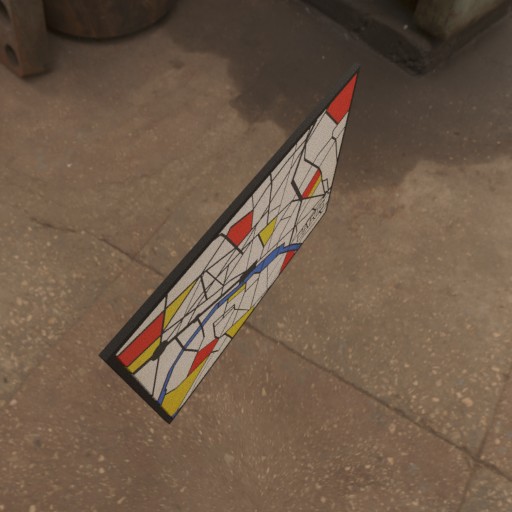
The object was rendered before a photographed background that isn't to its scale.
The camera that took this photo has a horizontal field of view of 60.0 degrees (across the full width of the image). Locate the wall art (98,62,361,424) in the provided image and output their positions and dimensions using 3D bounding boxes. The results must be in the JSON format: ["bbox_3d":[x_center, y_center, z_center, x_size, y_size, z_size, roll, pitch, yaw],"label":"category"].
[{"bbox_3d":[0.000,0.000,0.873,0.013,0.458,0.664,31,65,16],"label":"wall art"}]
